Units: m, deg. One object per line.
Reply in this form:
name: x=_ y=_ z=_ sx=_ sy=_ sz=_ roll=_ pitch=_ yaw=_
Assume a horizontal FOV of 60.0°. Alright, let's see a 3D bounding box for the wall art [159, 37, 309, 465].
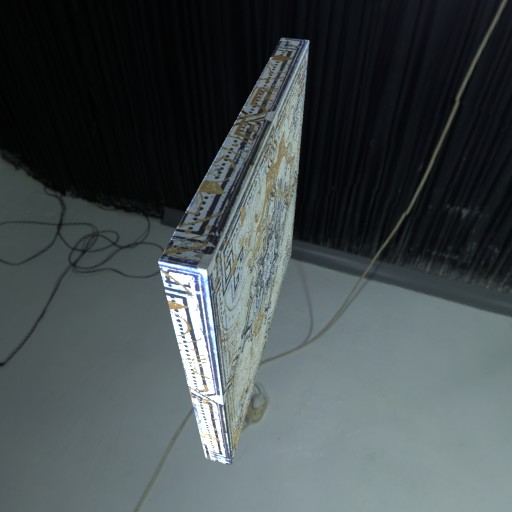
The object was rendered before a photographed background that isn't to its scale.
wall art: x=0.000 y=0.000 z=0.597 sx=0.038 sy=0.410 sz=0.411 roll=11 pitch=48 yaw=10
